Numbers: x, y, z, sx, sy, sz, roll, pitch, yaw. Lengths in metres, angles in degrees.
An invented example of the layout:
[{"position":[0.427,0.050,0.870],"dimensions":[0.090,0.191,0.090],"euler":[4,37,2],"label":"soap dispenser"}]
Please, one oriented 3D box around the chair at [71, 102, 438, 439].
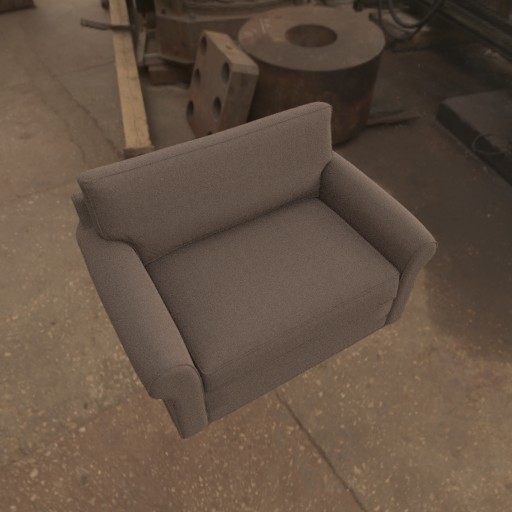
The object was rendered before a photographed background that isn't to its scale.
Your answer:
[{"position":[0.000,0.000,2.043],"dimensions":[1.390,0.930,0.930],"euler":[-23,51,-21],"label":"chair"}]
